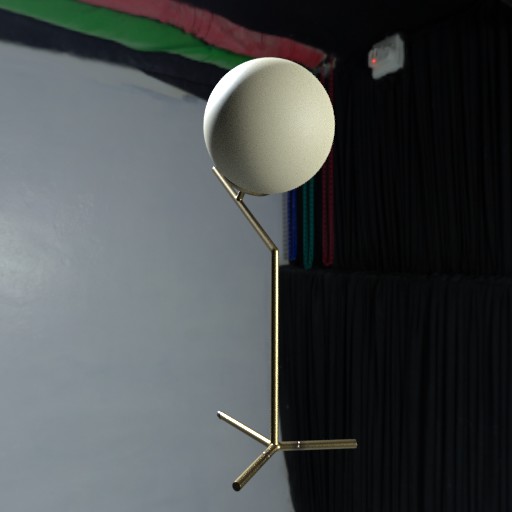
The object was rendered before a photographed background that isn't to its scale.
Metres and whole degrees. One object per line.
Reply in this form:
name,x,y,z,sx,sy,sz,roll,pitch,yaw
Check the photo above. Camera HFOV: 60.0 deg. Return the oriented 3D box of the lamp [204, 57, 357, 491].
lamp,0.000,0.000,0.664,0.210,0.552,0.251,0,1,-35
